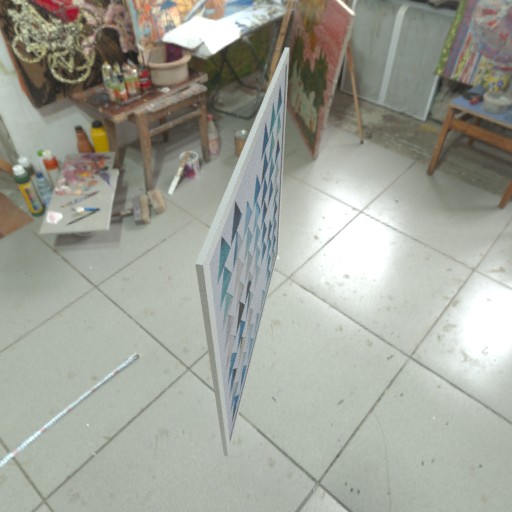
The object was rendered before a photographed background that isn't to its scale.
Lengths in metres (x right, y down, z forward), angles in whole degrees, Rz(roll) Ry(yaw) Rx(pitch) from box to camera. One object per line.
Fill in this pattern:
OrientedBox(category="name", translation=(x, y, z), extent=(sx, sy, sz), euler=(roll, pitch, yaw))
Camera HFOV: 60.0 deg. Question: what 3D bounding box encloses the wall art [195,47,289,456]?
OrientedBox(category="wall art", translation=(0.000, 0.000, 0.691), extent=(0.007, 0.456, 0.456), euler=(9, 48, 8))
